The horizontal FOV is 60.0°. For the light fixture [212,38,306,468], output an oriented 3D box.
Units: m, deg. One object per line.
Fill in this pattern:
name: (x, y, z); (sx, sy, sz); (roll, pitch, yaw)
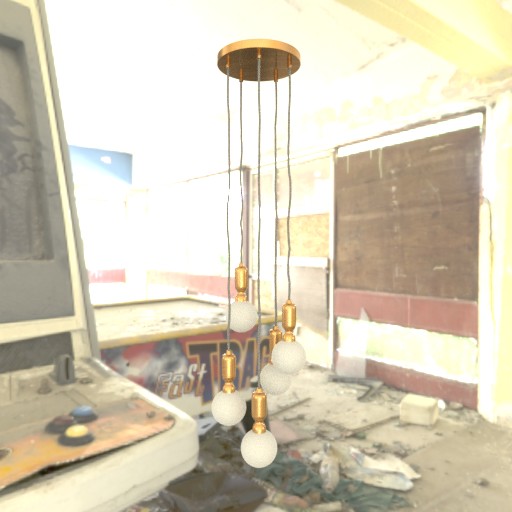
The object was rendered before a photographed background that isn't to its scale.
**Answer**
light fixture: (0.000, 0.000, 0.515); (0.105, 0.457, 0.108); (0, 1, -18)
